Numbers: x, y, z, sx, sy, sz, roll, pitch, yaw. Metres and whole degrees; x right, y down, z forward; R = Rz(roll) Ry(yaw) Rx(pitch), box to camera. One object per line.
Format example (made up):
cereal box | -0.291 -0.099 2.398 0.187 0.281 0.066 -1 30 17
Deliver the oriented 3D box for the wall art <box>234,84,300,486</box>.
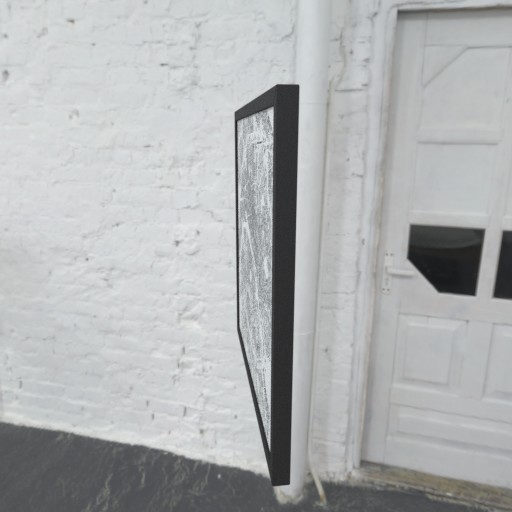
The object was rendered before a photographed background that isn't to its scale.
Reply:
wall art | 0.000 0.000 1.164 0.037 0.763 0.763 -2 15 -7
